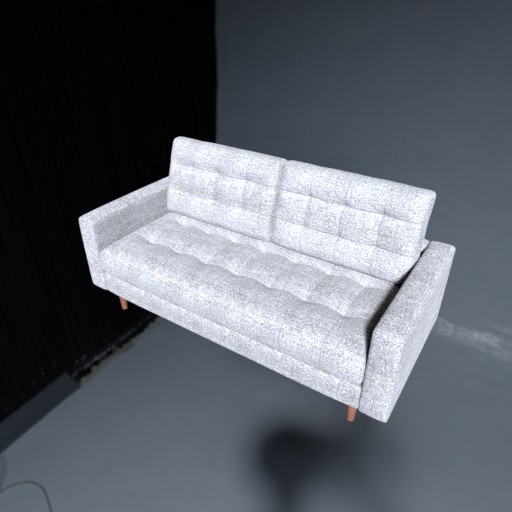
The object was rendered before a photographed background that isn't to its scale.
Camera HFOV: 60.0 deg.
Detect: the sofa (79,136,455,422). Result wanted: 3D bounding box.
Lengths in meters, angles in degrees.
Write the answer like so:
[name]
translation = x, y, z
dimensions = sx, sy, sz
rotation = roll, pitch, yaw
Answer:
[sofa]
translation = 0.000, 0.000, 2.389
dimensions = 1.821, 0.902, 0.863
rotation = 19, 36, 28
